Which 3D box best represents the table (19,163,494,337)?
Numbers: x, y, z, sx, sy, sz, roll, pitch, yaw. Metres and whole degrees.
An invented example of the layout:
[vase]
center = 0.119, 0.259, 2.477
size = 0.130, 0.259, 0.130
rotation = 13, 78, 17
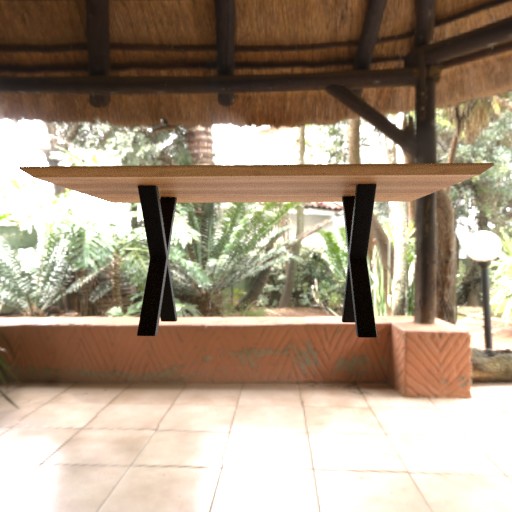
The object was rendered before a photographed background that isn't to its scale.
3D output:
[table]
center = 0.000, 0.000, 2.363
size = 2.000, 0.770, 1.000
rotation = 0, 0, 2
